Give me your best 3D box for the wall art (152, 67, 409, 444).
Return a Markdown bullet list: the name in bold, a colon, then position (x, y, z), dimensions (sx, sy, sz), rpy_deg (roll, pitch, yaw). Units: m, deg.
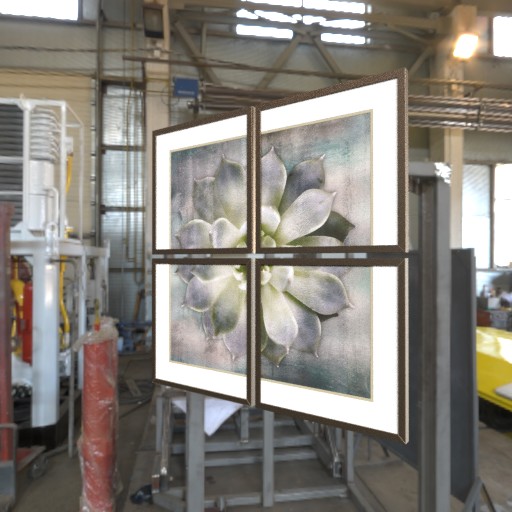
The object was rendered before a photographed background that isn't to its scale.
- **wall art**: position (0.000, 0.000, 1.527), dimensions (1.032, 1.032, 0.030), rpy_deg (0, -1, 36)
